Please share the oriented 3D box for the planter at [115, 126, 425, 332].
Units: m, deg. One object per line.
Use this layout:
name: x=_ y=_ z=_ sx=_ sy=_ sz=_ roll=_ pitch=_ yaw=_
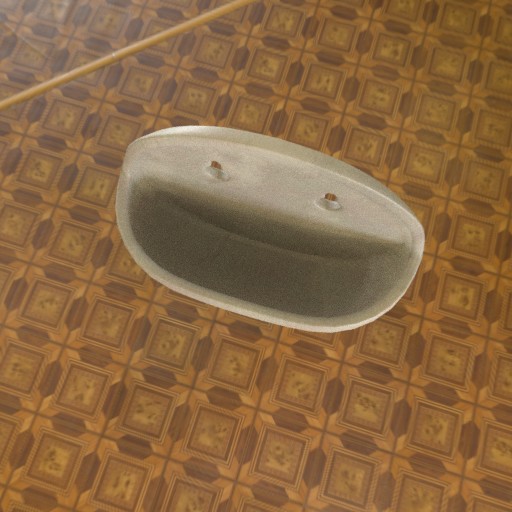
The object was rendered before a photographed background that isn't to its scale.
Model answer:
planter: x=0.000 y=0.000 z=0.272 sx=0.190 sy=0.164 sz=0.073 roll=16 pitch=76 yaw=4
